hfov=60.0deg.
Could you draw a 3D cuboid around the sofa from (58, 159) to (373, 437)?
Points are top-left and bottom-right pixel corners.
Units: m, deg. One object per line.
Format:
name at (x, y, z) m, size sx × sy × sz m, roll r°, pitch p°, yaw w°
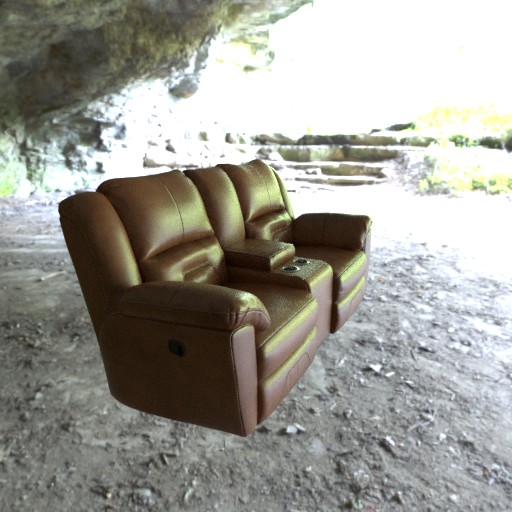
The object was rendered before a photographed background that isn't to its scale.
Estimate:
sofa at (0.000, 0.000, 2.660) m, size 0.991 × 1.043 × 2.058 m, roll 8°, pitch 18°, yaw 27°
